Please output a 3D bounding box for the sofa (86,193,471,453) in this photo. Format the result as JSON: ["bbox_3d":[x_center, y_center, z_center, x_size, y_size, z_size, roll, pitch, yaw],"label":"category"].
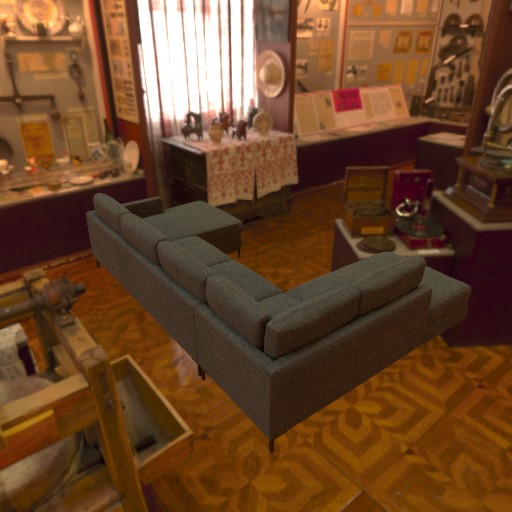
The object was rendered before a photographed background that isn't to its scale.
[{"bbox_3d":[0.000,0.000,3.925,2.007,0.813,2.956,-19,32,-33],"label":"sofa"}]
